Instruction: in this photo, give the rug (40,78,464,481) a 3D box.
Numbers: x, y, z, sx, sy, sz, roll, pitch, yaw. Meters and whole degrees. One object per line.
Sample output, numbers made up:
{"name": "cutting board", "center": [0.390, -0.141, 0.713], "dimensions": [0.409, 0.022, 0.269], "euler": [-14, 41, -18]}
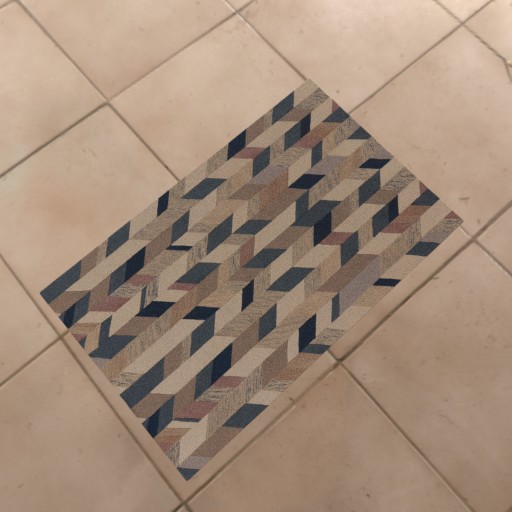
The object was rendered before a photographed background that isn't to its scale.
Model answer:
{"name": "rug", "center": [0.000, 0.000, 2.933], "dimensions": [2.423, 0.008, 1.513], "euler": [-41, 79, -10]}
